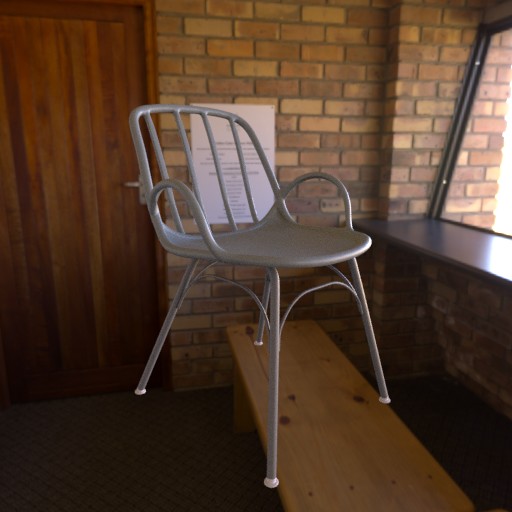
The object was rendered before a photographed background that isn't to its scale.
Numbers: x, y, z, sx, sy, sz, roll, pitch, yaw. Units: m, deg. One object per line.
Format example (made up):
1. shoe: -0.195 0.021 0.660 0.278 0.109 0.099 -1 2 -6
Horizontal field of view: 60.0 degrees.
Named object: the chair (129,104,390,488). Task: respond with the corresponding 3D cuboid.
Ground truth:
1. chair: 0.000 0.000 1.199 0.549 0.816 0.597 -12 18 -43
